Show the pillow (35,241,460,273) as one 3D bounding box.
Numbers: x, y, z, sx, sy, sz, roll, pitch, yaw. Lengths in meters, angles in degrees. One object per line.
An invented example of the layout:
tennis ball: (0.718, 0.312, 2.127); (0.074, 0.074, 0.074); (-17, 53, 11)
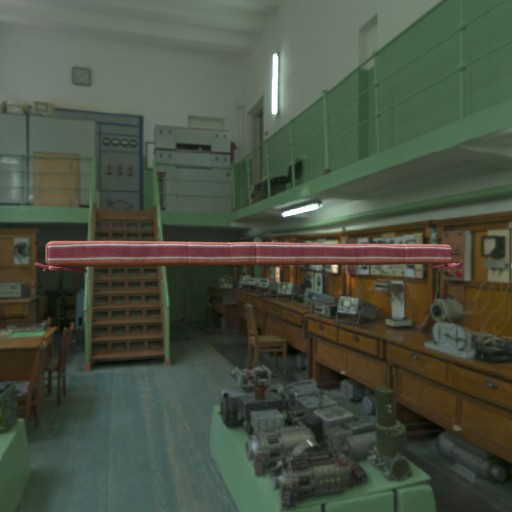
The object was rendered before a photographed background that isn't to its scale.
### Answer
pillow: (0.000, 0.000, 1.371); (1.187, 0.081, 0.492); (0, 0, -19)
